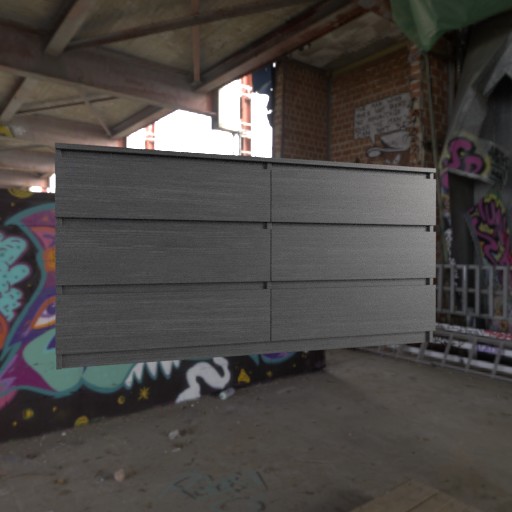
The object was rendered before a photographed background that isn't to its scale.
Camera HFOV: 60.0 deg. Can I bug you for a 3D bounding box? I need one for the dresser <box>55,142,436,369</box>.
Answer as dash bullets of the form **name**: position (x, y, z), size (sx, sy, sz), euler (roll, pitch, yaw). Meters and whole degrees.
- **dresser**: position (0.000, 0.000, 1.971), size (1.590, 0.795, 0.400), euler (0, 0, -17)
